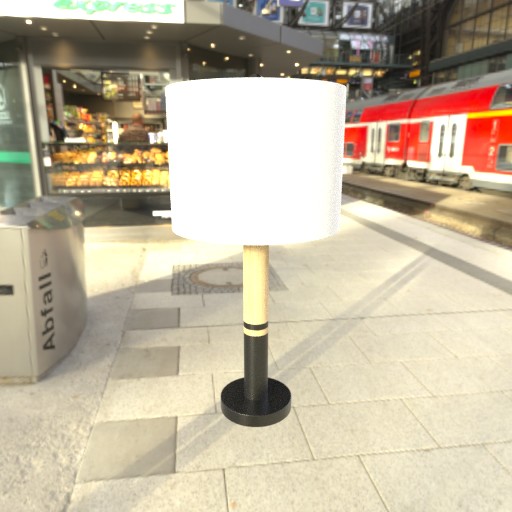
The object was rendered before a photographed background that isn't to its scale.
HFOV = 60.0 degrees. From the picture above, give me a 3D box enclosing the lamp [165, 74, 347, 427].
[{"bbox_3d":[0.000,0.000,0.835,0.305,0.640,0.305,-3,15,-10],"label":"lamp"}]
